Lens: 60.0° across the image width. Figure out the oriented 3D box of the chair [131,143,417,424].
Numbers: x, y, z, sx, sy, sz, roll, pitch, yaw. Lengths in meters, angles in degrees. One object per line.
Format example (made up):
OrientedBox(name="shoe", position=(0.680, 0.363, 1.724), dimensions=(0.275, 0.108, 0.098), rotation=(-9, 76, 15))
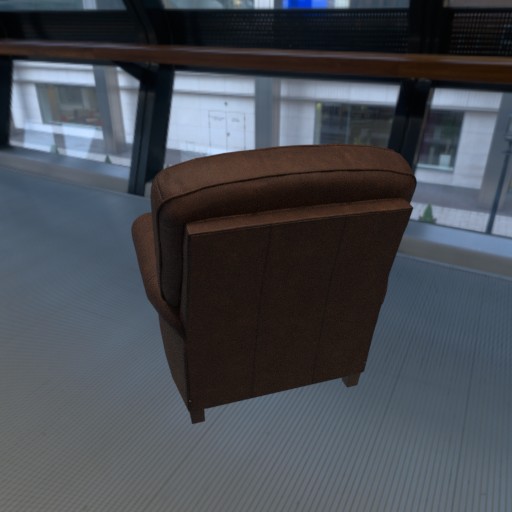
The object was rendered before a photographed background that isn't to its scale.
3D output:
OrientedBox(name="chair", position=(0.000, 0.000, 1.795), dimensions=(0.936, 1.018, 0.986), rotation=(-8, 27, -16))
